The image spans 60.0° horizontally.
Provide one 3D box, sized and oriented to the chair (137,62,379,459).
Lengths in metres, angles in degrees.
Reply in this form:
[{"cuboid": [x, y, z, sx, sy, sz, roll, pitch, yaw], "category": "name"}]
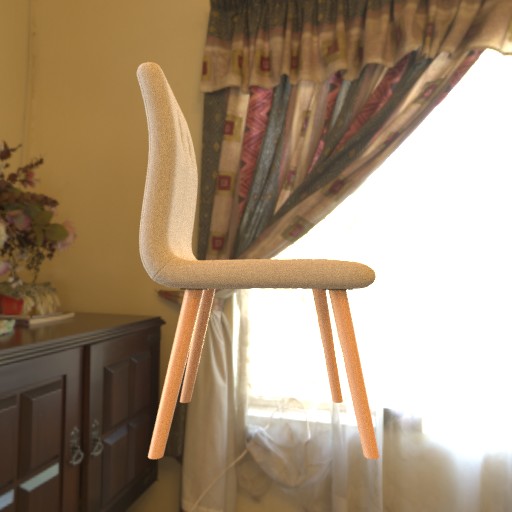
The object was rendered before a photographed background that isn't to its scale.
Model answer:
[{"cuboid": [0.000, 0.000, 1.180, 0.550, 0.885, 0.435, 0, -2, 0], "category": "chair"}]
